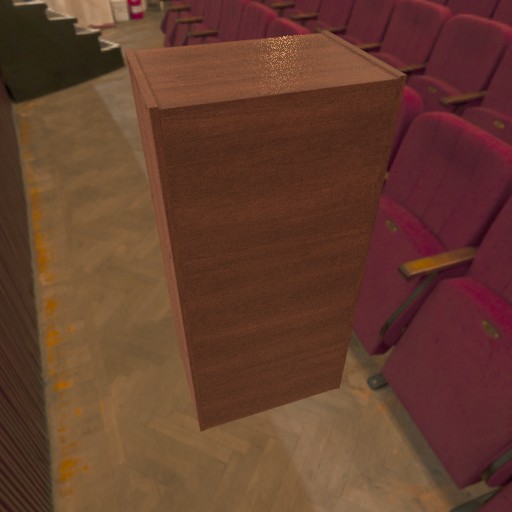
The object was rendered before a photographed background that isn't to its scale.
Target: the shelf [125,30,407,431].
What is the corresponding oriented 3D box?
[{"bbox_3d":[0.000,0.000,1.047,0.414,0.879,0.290,-13,42,-14],"label":"shelf"}]
